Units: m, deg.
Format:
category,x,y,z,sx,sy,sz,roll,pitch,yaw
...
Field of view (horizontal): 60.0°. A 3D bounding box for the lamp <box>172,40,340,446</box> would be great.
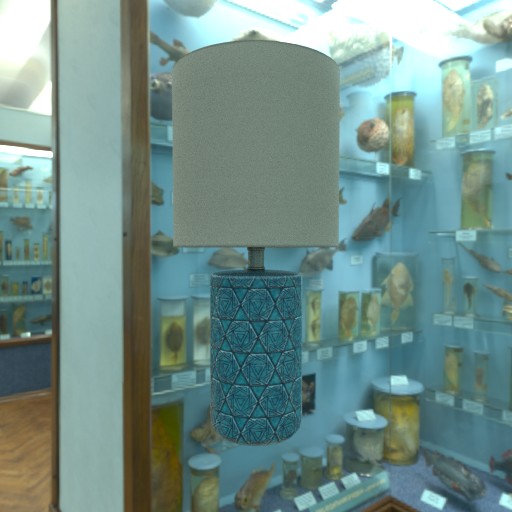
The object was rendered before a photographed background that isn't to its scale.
category,x,y,z,sx,sy,sz,roll,pitch,yaw
lamp,0.000,0.000,0.751,0.278,0.597,0.278,-1,1,-35
